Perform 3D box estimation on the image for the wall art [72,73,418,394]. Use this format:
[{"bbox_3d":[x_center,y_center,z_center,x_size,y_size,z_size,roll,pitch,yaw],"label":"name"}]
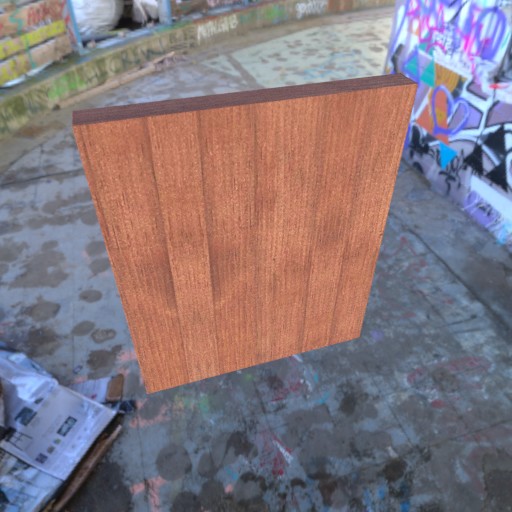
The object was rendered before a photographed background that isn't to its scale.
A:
[{"bbox_3d":[0.000,0.000,0.622,0.377,0.449,0.039,-12,42,-13],"label":"wall art"}]
